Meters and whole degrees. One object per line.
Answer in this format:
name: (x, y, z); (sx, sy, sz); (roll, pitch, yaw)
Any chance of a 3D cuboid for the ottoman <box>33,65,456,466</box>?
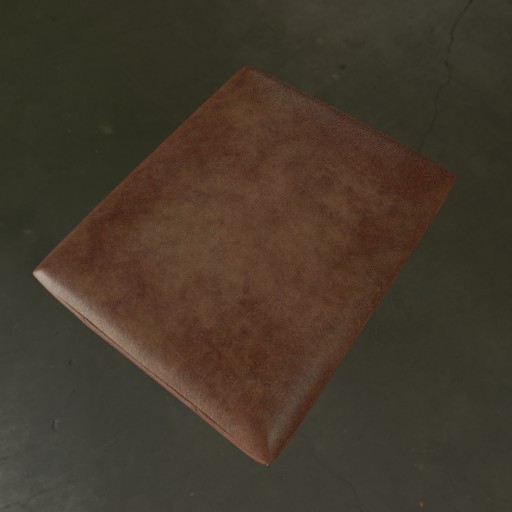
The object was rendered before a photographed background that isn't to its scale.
ottoman: (0.000, 0.000, 1.744); (0.965, 0.667, 1.186); (33, 69, 15)
